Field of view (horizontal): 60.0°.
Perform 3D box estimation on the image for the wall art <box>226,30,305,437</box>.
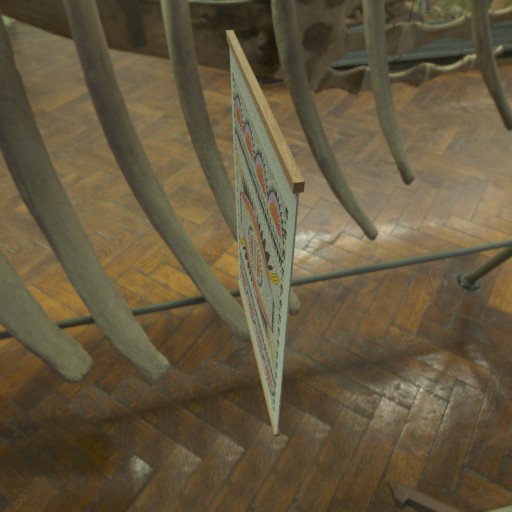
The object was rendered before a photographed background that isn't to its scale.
[{"bbox_3d":[0.000,0.000,1.949,0.028,1.533,0.999,-9,47,-8],"label":"wall art"}]
